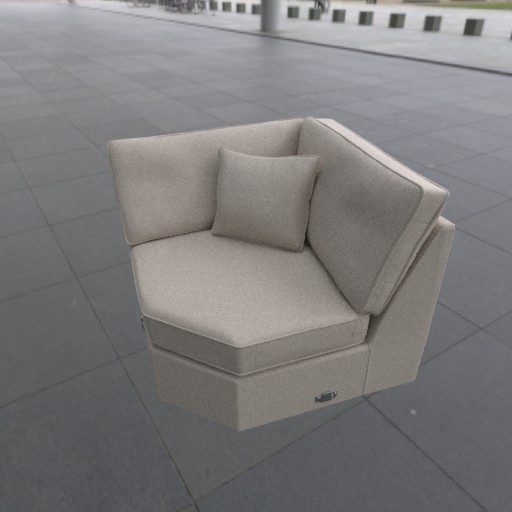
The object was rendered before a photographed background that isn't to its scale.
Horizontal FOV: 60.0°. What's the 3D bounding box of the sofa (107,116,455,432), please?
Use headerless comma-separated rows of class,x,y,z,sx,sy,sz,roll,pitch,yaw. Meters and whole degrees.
sofa,0.000,0.000,1.860,1.050,0.937,1.042,-9,33,-15
